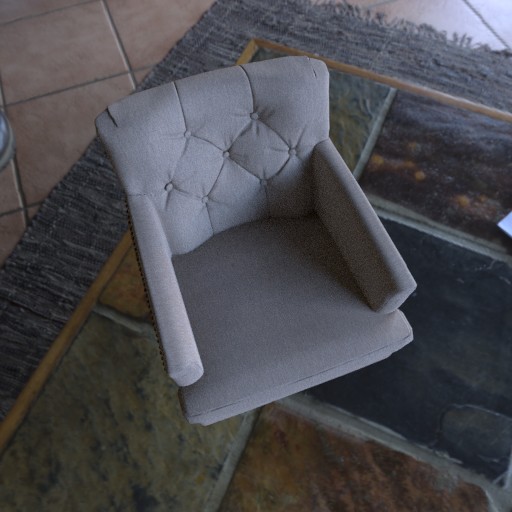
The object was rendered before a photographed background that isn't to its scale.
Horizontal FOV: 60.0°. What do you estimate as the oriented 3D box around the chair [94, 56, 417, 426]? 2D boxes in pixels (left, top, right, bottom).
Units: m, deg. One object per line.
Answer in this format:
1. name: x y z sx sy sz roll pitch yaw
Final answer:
1. chair: 0.000 0.000 1.487 0.737 0.823 0.902 -18 64 -9
